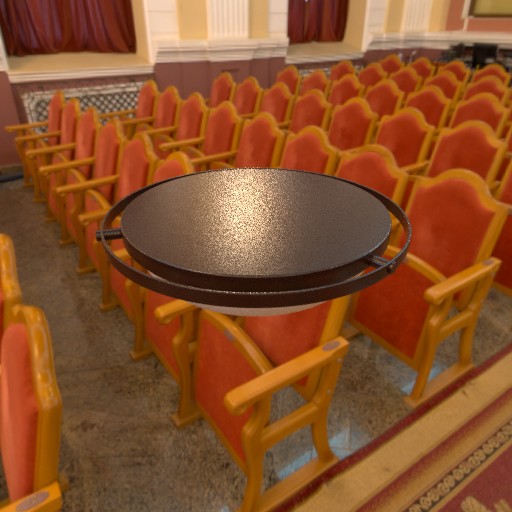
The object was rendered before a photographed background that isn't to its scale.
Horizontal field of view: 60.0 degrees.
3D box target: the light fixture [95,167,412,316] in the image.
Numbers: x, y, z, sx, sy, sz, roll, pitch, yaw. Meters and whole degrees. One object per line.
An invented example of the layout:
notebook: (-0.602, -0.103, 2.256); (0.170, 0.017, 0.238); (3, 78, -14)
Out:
light fixture: (0.000, 0.000, 0.566); (0.361, 0.130, 0.361); (0, 28, 0)
